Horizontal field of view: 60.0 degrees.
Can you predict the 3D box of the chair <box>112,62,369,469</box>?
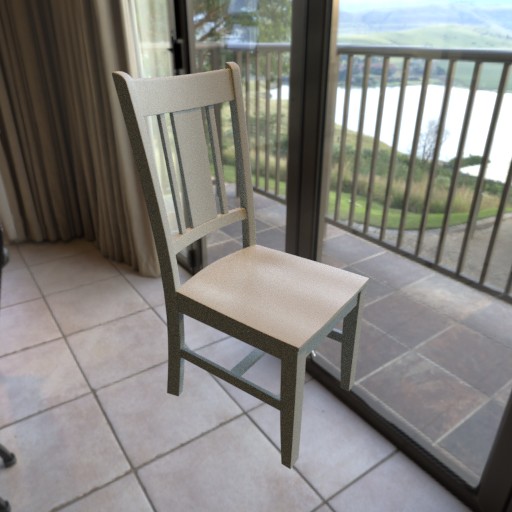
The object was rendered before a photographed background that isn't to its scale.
[{"bbox_3d":[0.000,0.000,1.290,0.555,0.998,0.450,18,32,32],"label":"chair"}]
